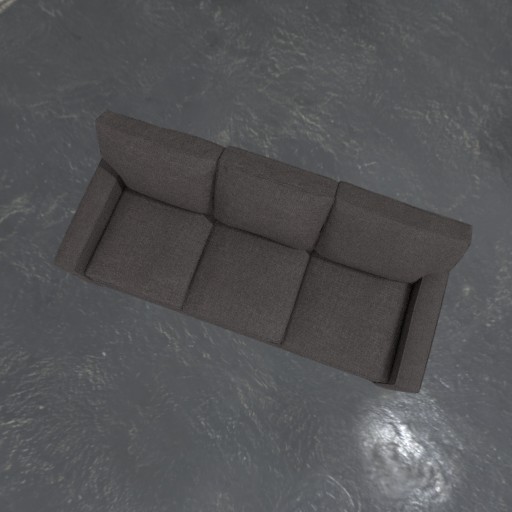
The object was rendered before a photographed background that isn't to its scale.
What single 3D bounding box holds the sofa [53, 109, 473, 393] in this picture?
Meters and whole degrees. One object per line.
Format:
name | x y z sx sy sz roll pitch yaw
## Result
sofa | 0.000 0.000 2.877 2.369 0.978 1.004 19 76 5
